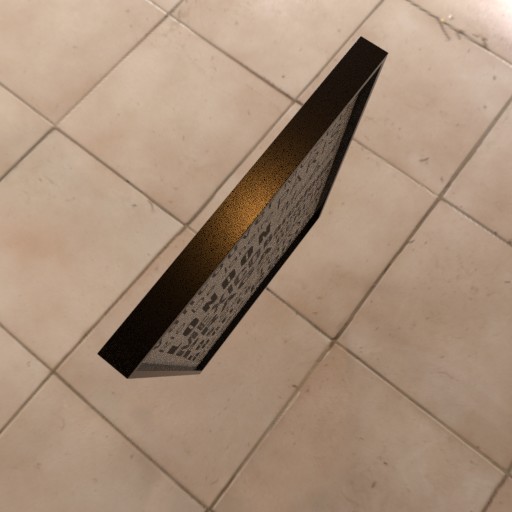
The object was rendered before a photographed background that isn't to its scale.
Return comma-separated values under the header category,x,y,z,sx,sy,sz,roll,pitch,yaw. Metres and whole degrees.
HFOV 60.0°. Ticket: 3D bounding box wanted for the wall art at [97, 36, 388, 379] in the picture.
category,x,y,z,sx,sy,sz,roll,pitch,yaw
wall art,0.000,0.000,0.727,0.038,0.551,0.448,36,78,9
